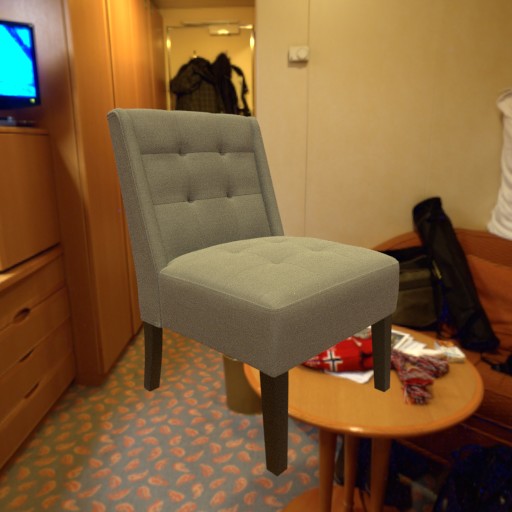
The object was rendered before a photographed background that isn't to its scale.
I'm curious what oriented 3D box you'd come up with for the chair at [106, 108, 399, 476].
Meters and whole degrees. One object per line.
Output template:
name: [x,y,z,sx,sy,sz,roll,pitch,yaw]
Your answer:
chair: [0.000,0.000,1.327,0.676,0.853,0.569,13,19,42]
